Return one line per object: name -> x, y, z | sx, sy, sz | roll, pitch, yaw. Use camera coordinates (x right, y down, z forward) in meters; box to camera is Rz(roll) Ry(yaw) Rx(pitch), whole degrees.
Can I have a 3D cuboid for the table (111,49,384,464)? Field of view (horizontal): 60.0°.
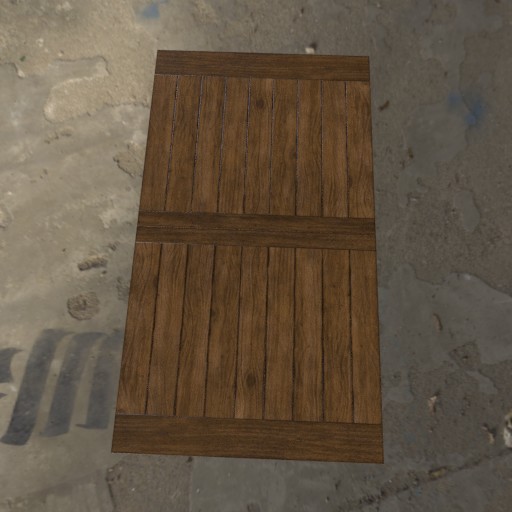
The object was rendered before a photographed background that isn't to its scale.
table -> 0.000, 0.000, 2.092 | 0.931, 0.757, 1.641 | 2, 75, 1
